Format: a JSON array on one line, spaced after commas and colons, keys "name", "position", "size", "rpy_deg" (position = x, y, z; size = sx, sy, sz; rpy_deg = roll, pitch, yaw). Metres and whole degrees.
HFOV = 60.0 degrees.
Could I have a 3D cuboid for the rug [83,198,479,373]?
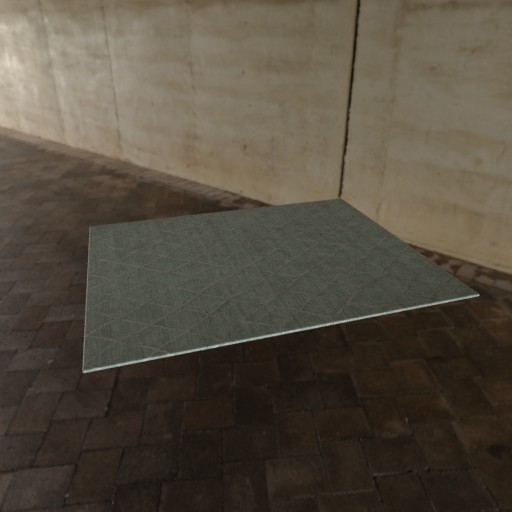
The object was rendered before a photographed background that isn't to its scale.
[{"name": "rug", "position": [0.000, 0.000, 4.213], "size": [3.039, 0.019, 2.420], "rpy_deg": [-8, 28, -15]}]
